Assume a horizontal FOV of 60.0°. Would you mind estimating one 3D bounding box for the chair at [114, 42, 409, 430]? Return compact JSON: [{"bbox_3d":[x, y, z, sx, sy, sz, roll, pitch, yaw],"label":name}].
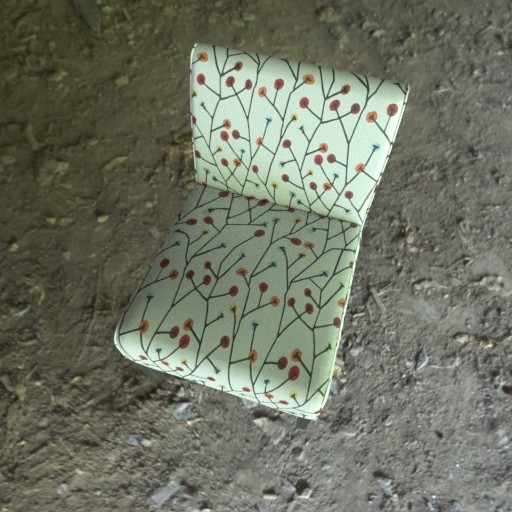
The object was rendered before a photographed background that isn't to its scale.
[{"bbox_3d":[0.000,0.000,1.301,0.597,0.813,0.732,15,60,9],"label":"chair"}]
